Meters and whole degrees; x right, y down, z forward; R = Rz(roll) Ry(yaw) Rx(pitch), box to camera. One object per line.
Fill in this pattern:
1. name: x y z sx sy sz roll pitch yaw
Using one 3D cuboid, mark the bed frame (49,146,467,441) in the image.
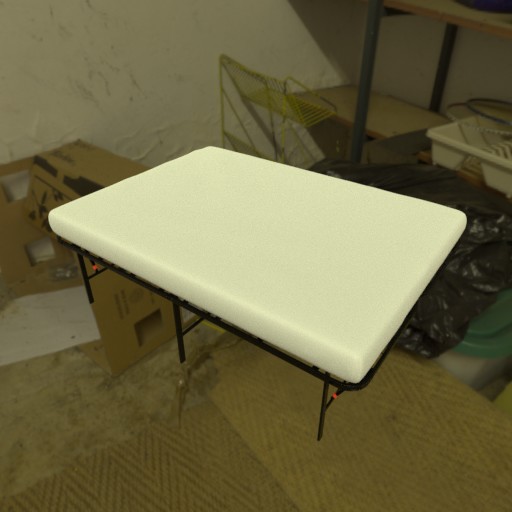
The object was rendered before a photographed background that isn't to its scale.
1. bed frame: 0.000 0.000 2.573 1.905 0.637 1.372 22 39 30
